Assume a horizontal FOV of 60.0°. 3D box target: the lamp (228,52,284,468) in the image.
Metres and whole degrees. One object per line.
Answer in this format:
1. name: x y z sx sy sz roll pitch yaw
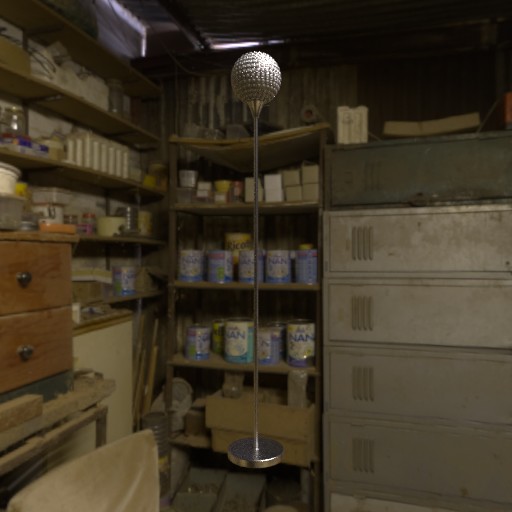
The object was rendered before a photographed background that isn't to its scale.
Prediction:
1. lamp: 0.000 0.000 2.017 0.254 1.805 0.254 0 -1 0
